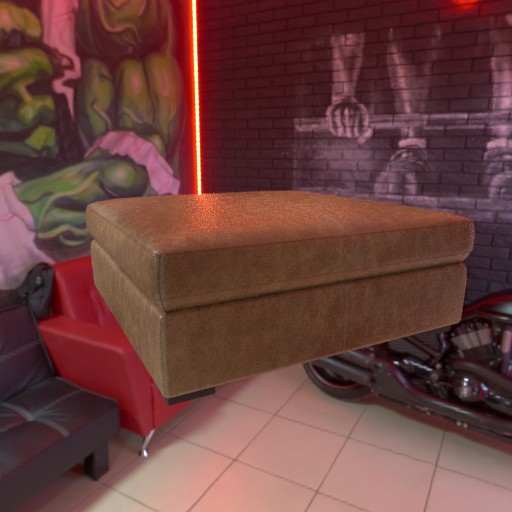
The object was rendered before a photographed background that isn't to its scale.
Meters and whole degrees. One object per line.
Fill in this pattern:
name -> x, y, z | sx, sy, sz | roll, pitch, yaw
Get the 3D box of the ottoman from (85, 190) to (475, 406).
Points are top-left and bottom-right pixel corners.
ottoman -> 0.000, 0.000, 1.840 | 1.169, 0.483, 1.168 | -7, 15, -27
